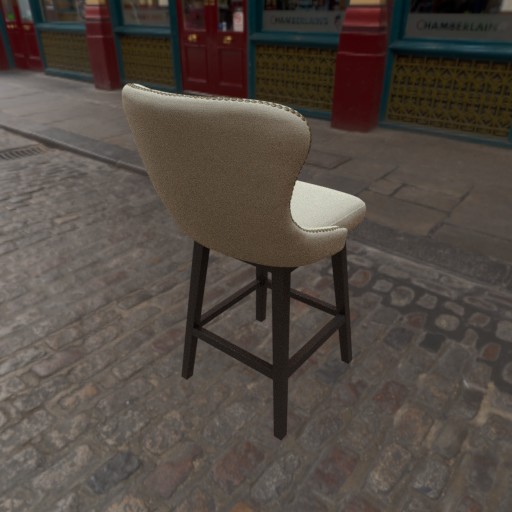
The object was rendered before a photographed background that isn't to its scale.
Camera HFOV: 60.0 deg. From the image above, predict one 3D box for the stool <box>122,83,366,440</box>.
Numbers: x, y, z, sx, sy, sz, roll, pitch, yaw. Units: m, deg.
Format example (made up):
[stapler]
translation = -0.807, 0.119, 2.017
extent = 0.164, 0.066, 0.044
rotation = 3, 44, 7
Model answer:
[stool]
translation = 0.000, 0.000, 1.293
extent = 0.528, 0.971, 0.593
rotation = 21, 35, 33
